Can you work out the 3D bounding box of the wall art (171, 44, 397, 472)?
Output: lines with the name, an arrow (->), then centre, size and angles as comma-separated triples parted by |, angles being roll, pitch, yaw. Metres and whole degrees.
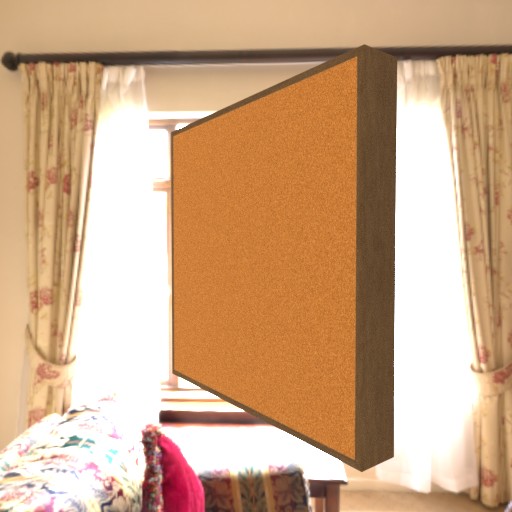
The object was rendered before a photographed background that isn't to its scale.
wall art -> 0.000, 0.000, 0.444 | 0.038, 0.302, 0.303 | -1, 2, -37
